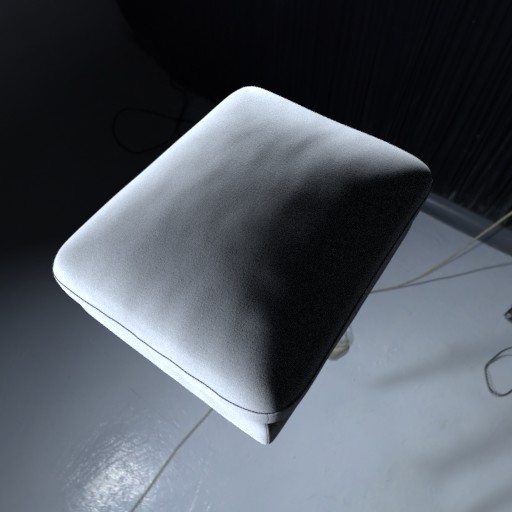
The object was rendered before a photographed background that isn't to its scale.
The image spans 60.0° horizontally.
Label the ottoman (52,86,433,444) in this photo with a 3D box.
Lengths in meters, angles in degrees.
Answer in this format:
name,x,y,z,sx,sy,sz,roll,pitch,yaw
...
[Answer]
name,x,y,z,sx,sy,sz,roll,pitch,yaw
ottoman,0.000,0.000,1.138,0.593,0.478,0.747,30,63,17
